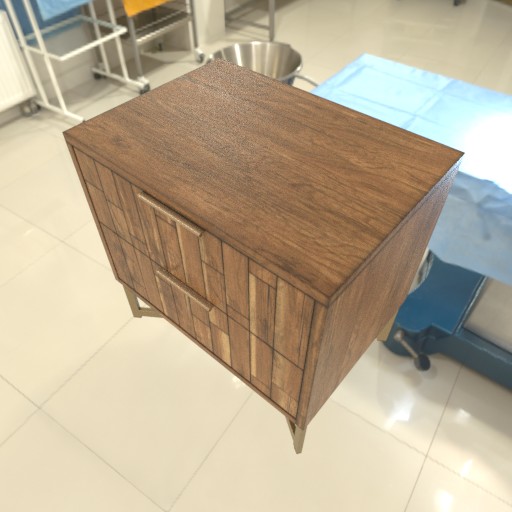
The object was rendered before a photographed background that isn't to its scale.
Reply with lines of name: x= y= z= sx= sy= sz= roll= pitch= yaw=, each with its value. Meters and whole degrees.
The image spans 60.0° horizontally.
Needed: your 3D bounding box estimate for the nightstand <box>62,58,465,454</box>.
nightstand: x=0.000 y=0.000 z=1.038 sx=0.610 sy=0.610 sz=0.446 roll=32 pitch=55 yaw=26
